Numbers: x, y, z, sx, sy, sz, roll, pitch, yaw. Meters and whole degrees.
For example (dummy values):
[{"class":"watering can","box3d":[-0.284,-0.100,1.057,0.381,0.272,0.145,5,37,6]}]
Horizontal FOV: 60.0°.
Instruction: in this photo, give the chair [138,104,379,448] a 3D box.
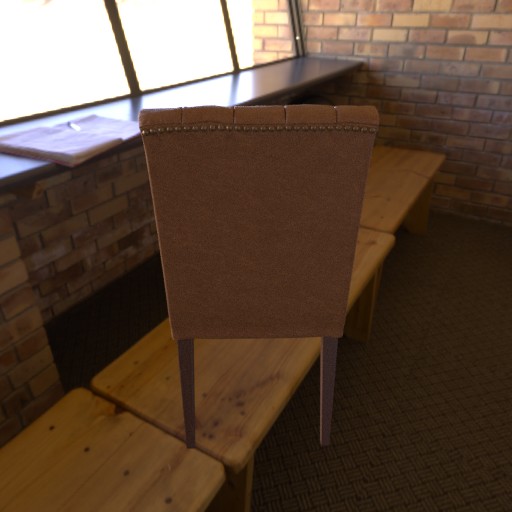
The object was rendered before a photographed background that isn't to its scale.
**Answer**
[{"class":"chair","box3d":[0.000,0.000,1.377,0.511,1.016,0.647,-1,30,-1]}]
